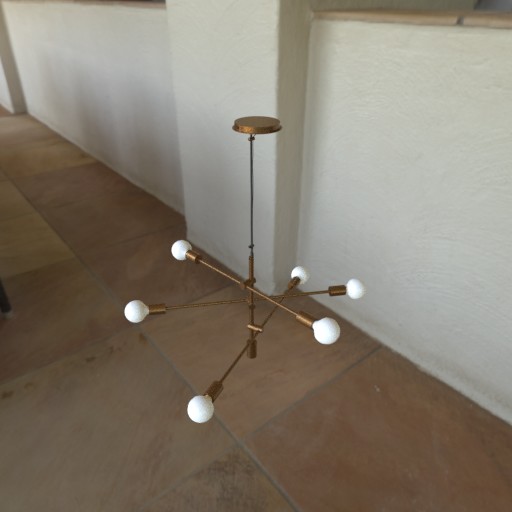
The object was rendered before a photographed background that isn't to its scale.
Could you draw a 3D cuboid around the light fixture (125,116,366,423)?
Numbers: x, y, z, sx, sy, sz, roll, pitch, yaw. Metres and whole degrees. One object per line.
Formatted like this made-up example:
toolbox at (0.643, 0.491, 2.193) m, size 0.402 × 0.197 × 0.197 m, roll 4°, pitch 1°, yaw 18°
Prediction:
light fixture at (0.000, 0.000, 1.253) m, size 0.682 × 0.744 × 0.637 m, roll -20°, pitch 36°, yaw -30°
